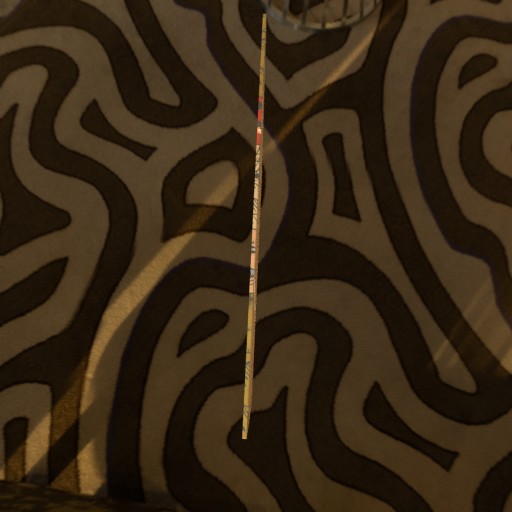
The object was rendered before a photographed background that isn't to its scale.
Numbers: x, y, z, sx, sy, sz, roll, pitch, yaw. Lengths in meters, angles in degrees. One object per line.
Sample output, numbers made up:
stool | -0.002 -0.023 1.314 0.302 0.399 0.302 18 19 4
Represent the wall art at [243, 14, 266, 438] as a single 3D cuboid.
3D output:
wall art | 0.000 0.000 2.248 0.013 1.534 1.519 2 75 1
